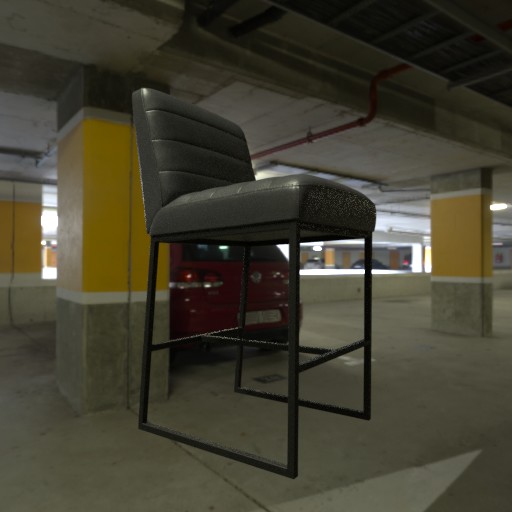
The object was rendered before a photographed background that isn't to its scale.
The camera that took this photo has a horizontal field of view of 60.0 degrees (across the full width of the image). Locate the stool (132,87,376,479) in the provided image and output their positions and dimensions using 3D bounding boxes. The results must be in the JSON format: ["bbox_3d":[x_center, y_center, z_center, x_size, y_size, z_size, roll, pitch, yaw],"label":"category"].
[{"bbox_3d":[0.000,0.000,1.249,0.552,0.938,0.457,-1,-1,35],"label":"stool"}]
